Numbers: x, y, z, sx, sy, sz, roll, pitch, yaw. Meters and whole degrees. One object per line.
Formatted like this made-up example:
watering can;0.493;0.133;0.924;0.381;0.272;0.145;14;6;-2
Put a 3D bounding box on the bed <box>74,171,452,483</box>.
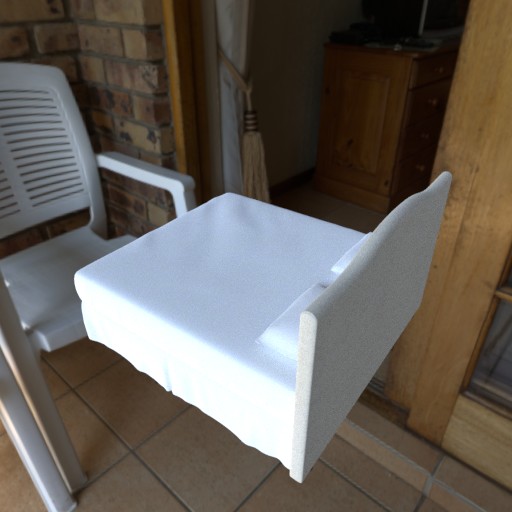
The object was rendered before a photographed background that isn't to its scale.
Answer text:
bed;0.000;0.000;3.491;2.182;1.421;2.083;21;38;30
